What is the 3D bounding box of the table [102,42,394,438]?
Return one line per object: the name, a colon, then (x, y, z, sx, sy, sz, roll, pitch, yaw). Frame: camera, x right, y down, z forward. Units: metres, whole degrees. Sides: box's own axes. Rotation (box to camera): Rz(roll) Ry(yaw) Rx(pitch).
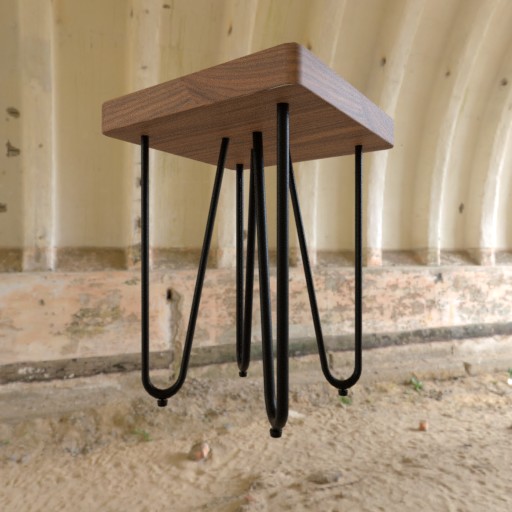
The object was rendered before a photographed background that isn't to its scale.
table: (0.000, 0.000, 0.989, 0.480, 0.641, 0.479, 0, -1, 35)
